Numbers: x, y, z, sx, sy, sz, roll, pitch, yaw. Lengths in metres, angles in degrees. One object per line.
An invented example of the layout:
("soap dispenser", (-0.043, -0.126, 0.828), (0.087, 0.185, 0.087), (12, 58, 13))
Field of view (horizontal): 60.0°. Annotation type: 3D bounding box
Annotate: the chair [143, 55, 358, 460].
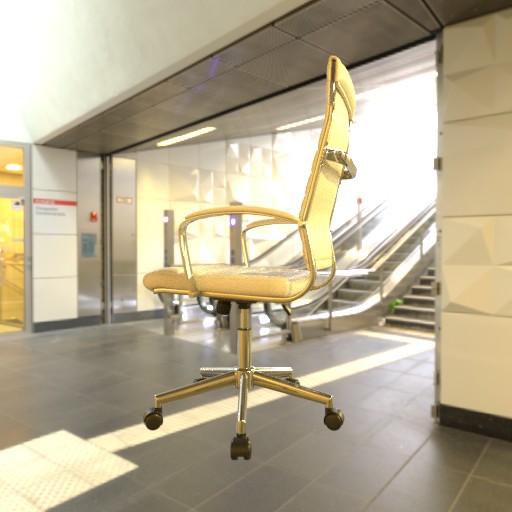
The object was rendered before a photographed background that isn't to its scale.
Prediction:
("chair", (0.000, 0.000, 1.560), (0.679, 1.149, 0.679), (0, 1, 18))
